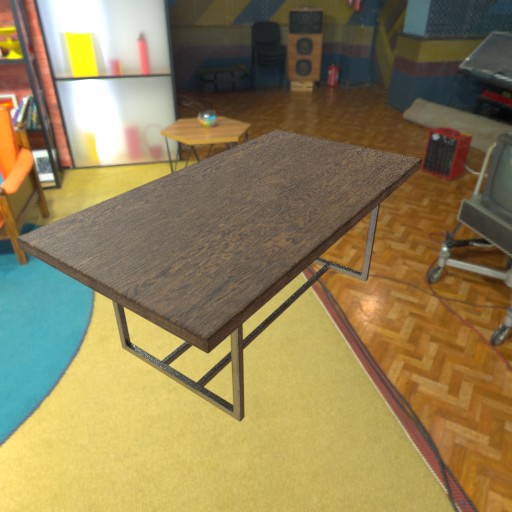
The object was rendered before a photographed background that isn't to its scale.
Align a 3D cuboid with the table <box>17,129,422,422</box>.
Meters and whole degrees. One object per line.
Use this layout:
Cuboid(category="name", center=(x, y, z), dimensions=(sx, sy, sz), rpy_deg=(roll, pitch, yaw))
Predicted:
Cuboid(category="table", center=(0.000, 0.000, 2.508), dimensions=(1.078, 0.795, 1.989), rpy_deg=(21, 38, 30))
